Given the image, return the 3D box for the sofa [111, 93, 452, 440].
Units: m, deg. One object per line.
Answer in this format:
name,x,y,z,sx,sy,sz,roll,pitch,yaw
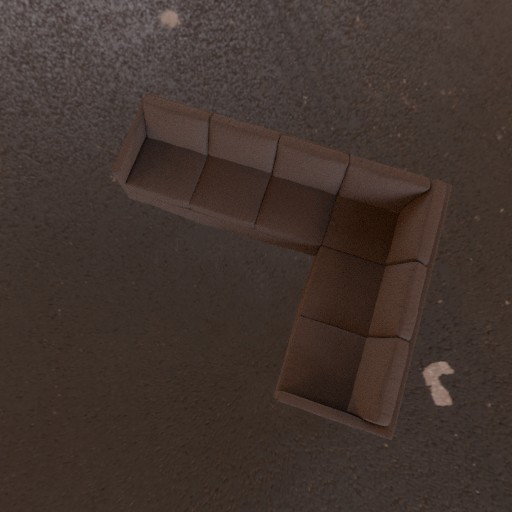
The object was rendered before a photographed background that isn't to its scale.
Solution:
sofa,0.000,0.000,4.319,3.182,0.871,2.432,18,76,5
